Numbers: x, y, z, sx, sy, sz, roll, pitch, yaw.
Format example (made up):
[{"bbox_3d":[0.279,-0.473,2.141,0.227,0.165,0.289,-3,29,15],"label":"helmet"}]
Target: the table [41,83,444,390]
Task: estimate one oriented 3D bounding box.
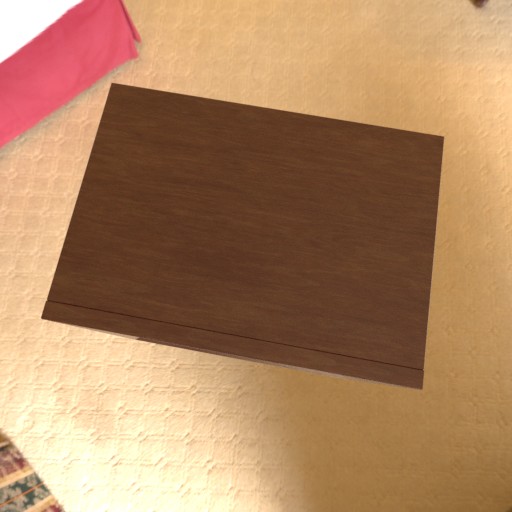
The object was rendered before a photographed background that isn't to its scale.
[{"bbox_3d":[0.000,0.000,0.984,0.557,0.609,0.449,10,76,2],"label":"table"}]
